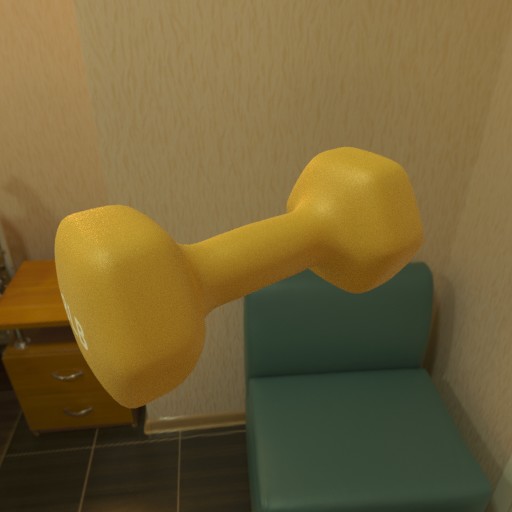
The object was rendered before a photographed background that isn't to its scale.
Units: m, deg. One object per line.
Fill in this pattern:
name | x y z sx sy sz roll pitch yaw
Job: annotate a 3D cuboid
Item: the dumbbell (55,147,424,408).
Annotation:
dumbbell | 0.000 0.000 0.234 0.190 0.082 0.090 -20 36 -30
